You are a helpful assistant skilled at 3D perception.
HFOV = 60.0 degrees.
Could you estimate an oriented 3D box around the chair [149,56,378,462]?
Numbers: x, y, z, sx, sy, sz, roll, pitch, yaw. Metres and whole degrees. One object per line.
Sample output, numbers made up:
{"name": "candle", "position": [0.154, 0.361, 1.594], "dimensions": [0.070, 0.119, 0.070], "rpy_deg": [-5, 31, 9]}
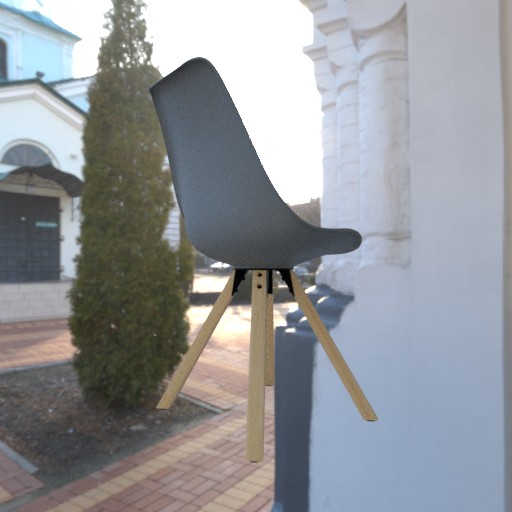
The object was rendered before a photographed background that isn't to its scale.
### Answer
{"name": "chair", "position": [0.000, 0.000, 1.189], "dimensions": [0.549, 0.850, 0.485], "rpy_deg": [1, -1, -38]}
